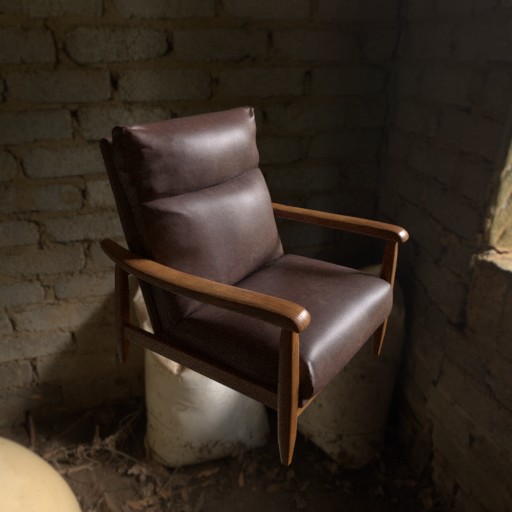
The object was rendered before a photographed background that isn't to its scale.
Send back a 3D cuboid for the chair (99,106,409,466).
[{"bbox_3d":[0.000,0.000,1.537,0.830,0.897,0.782,18,31,33],"label":"chair"}]
